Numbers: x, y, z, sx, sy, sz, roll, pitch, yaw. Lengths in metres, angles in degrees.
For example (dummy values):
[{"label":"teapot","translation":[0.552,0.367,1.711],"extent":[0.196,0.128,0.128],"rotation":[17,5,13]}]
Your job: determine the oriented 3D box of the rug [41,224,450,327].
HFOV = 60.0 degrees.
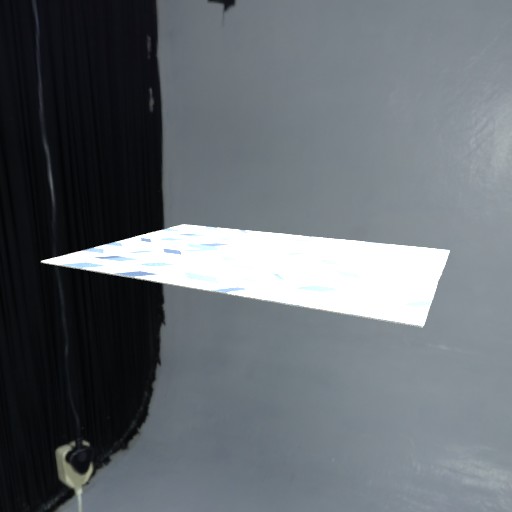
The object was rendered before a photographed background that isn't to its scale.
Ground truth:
[{"label":"rug","translation":[0.000,0.000,2.336],"extent":[1.813,0.006,1.202],"rotation":[7,16,26]}]
